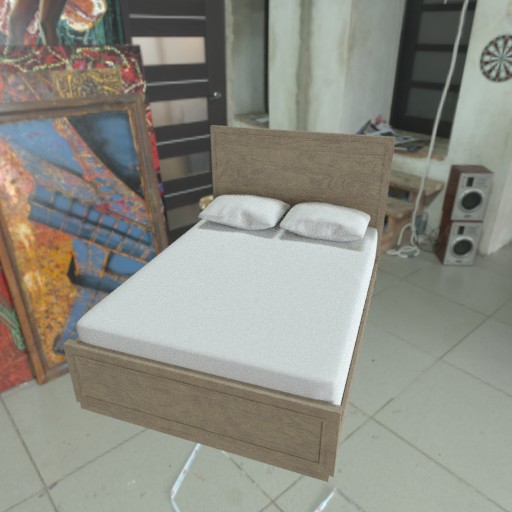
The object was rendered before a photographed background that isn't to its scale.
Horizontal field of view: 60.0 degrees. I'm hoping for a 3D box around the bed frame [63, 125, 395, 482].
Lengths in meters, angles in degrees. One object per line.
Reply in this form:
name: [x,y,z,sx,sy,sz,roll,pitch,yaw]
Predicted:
bed frame: [0.000,0.000,3.167,1.606,1.369,2.189,9,28,17]
